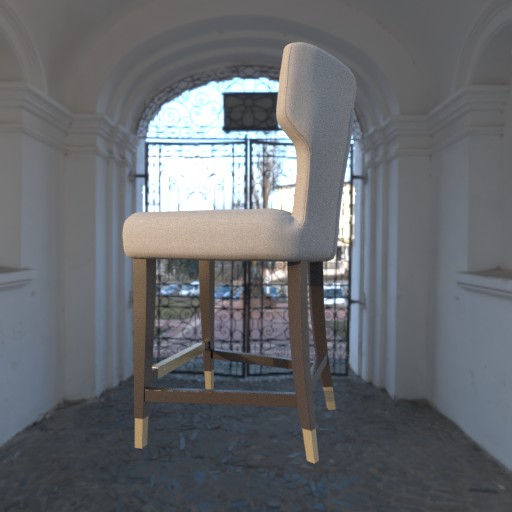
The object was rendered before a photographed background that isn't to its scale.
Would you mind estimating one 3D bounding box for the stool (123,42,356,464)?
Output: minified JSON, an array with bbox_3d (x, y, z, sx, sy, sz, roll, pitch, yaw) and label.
[{"bbox_3d":[0.000,0.000,1.287,0.563,0.982,0.527,0,1,17],"label":"stool"}]
